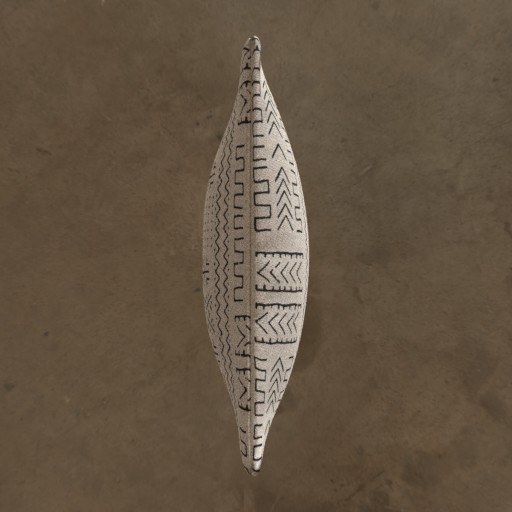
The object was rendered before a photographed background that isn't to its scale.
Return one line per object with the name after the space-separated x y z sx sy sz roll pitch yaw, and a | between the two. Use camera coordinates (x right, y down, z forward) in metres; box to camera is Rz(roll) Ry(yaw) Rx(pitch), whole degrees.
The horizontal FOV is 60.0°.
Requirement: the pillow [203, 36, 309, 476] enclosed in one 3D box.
0.000 0.000 0.800 0.188 0.352 0.637 0 88 -1 | pillow
